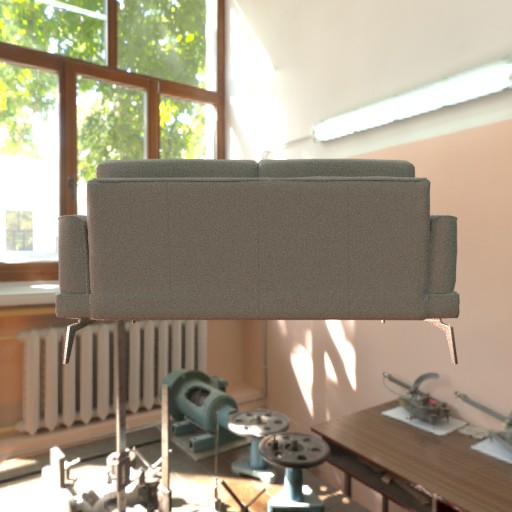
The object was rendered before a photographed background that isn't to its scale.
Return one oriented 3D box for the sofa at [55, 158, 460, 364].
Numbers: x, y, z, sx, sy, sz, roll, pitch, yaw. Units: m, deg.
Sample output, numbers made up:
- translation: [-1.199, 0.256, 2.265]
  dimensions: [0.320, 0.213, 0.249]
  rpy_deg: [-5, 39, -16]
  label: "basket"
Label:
- translation: [0.000, 0.000, 2.457]
  dimensions: [1.819, 0.930, 1.121]
  rpy_deg: [0, 1, 0]
  label: "sofa"
